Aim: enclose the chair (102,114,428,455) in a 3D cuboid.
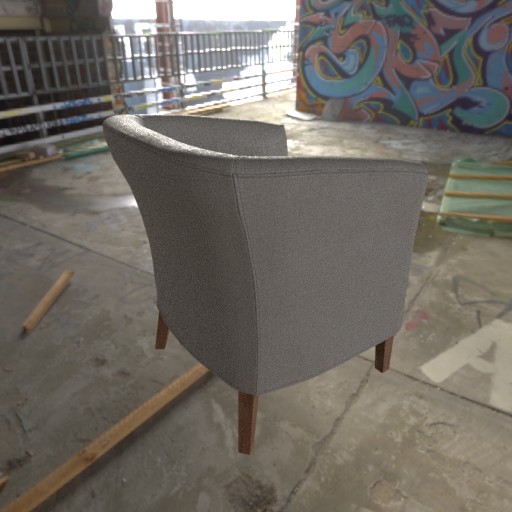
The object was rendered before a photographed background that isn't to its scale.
[{"bbox_3d":[0.000,0.000,1.243,0.668,0.771,0.600,-19,33,-31],"label":"chair"}]
